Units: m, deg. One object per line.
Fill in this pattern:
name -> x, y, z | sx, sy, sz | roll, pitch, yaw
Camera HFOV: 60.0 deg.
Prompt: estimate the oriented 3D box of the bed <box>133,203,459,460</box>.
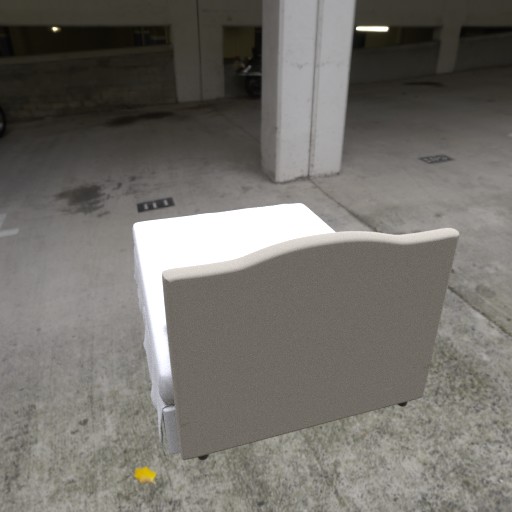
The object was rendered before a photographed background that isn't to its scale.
bed -> 0.000, 0.000, 3.652 | 1.977, 1.437, 2.477 | -8, 29, -15
